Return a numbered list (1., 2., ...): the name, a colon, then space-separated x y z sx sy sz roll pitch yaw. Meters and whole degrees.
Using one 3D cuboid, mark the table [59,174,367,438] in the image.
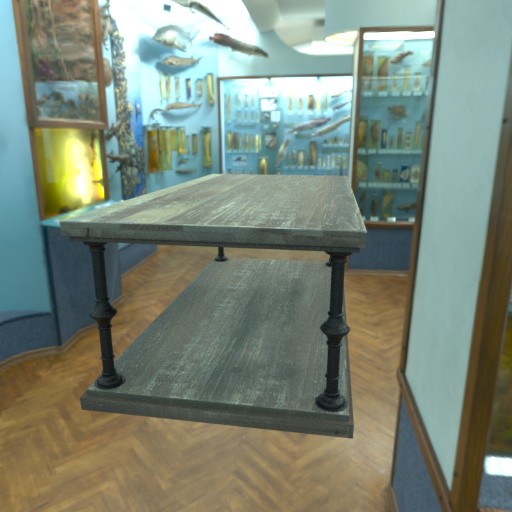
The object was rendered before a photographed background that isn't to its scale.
1. table: 0.000 0.000 1.344 0.554 0.399 1.088 3 15 9
